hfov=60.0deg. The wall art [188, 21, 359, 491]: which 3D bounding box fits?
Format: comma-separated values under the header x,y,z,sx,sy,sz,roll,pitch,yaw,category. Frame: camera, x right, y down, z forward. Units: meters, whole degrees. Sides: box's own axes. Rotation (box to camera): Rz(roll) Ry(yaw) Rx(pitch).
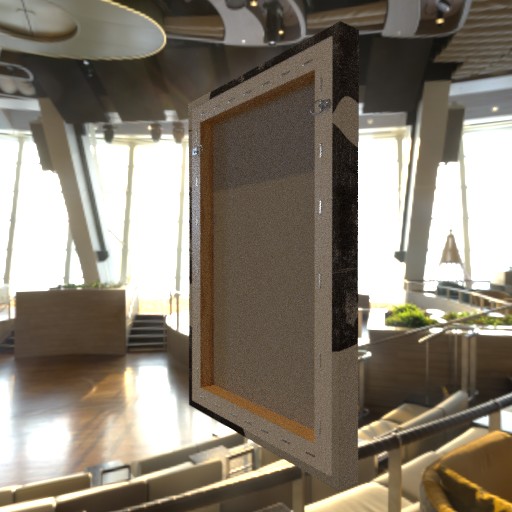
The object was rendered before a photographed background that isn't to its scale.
x,y,z,sx,sy,sz,roll,pitch,yaw,category
0.000,0.000,0.747,0.039,0.610,0.407,0,1,-37,wall art
